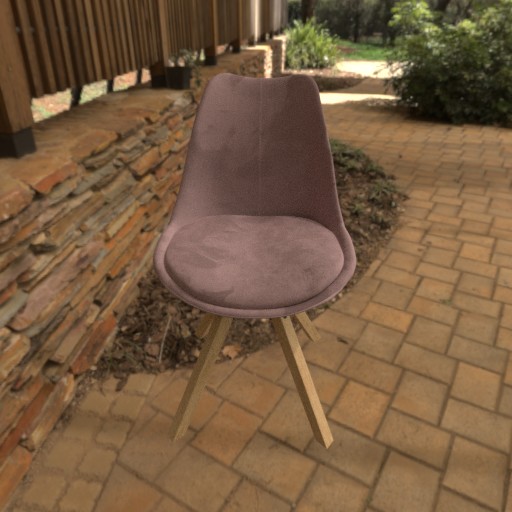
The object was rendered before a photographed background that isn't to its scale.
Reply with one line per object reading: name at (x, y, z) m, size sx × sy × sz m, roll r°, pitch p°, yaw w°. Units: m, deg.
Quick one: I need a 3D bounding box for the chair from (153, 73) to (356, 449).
chair at (0.000, 0.000, 1.183) m, size 0.485 × 0.850 × 0.550 m, roll 1°, pitch 29°, yaw 2°
